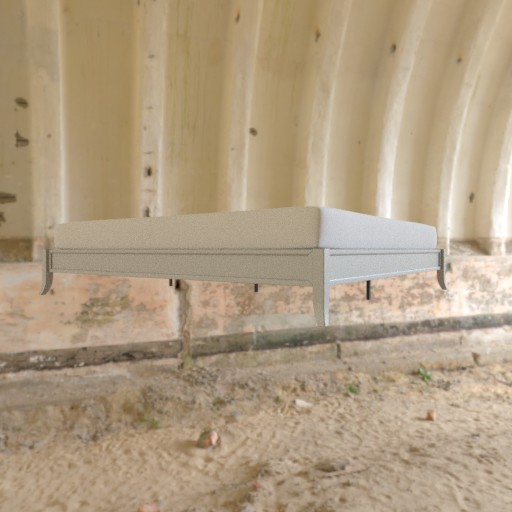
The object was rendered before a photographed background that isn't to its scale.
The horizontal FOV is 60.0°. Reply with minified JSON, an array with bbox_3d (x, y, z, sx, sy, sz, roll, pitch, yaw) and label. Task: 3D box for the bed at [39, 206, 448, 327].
[{"bbox_3d":[0.000,0.000,3.134,2.108,0.510,2.007,1,1,36],"label":"bed"}]
